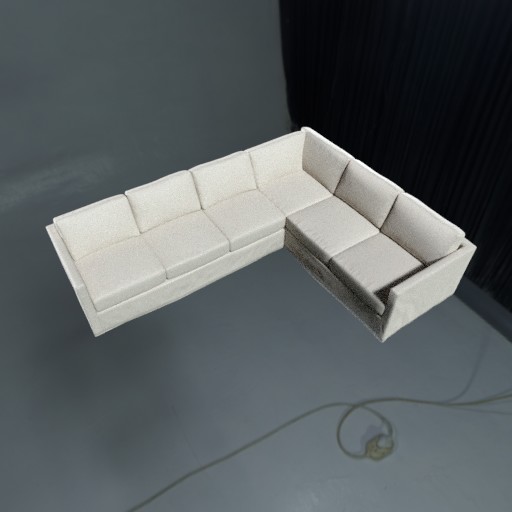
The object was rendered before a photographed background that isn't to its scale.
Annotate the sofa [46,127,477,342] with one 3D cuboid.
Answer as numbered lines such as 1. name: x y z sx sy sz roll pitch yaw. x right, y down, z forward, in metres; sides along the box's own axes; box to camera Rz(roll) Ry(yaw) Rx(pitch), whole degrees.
1. sofa: 0.000 0.000 4.248 3.182 0.871 2.432 -25 51 -23
